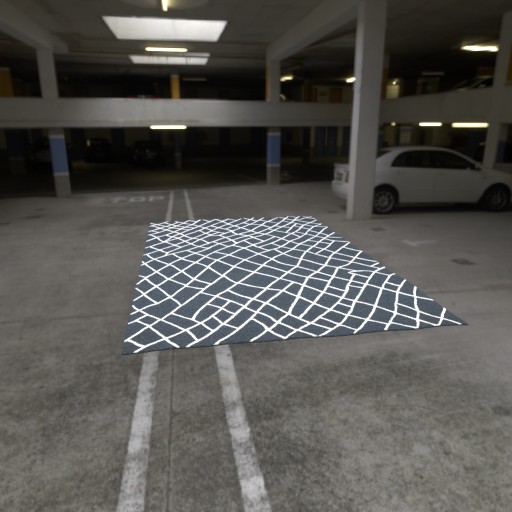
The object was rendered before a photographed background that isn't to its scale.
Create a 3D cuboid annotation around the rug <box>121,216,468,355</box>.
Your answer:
[{"bbox_3d":[0.000,0.000,3.038,1.529,0.017,2.448,-3,17,-10],"label":"rug"}]
